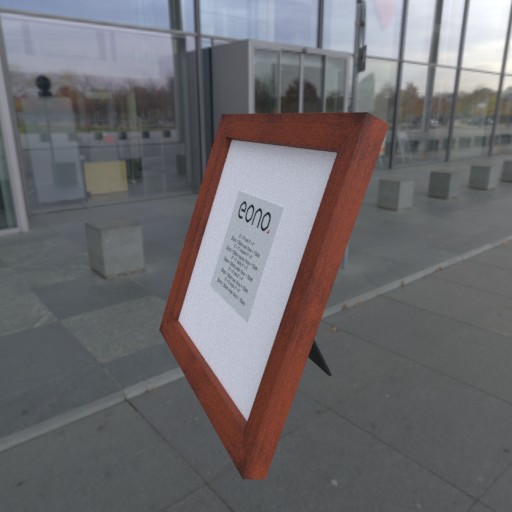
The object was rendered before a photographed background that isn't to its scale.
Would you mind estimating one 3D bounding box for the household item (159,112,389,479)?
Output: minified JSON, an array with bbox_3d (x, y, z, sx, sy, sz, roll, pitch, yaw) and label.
[{"bbox_3d":[0.000,0.000,0.392,0.131,0.240,0.240,-8,19,-24],"label":"household item"}]
